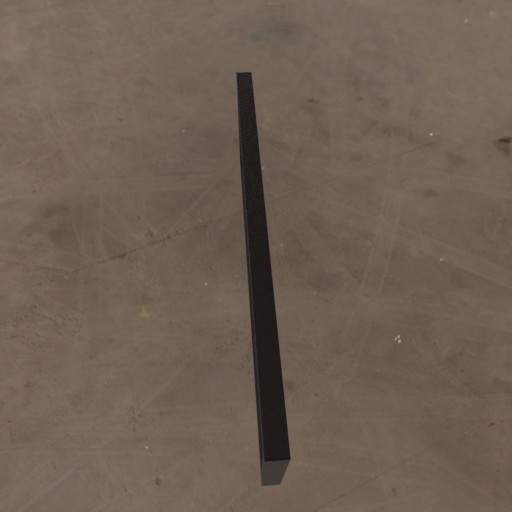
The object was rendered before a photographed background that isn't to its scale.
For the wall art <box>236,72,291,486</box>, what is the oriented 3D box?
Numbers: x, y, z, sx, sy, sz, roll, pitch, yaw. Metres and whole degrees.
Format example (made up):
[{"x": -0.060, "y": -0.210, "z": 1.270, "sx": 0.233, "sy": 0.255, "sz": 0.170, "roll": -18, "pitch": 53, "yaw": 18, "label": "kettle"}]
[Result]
[{"x": 0.000, "y": 0.000, "z": 0.962, "sx": 0.037, "sy": 0.303, "sz": 0.860, "roll": -3, "pitch": 57, "yaw": -2, "label": "wall art"}]
